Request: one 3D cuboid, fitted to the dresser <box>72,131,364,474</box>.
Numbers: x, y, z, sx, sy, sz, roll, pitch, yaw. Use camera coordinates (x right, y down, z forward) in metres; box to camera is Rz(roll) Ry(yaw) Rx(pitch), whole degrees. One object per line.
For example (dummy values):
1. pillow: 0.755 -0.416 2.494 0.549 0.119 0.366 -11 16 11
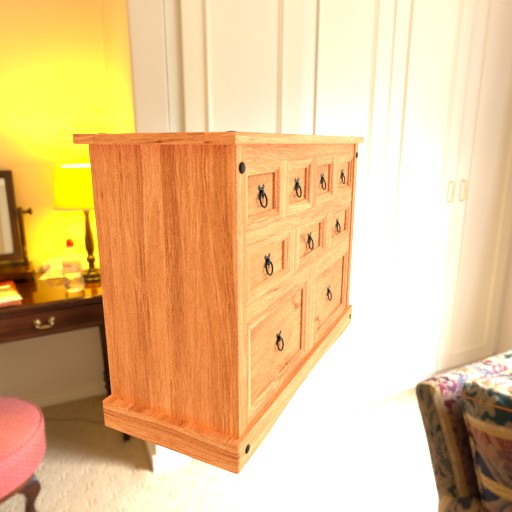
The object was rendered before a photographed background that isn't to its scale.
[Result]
1. dresser: 0.000 0.000 1.403 0.410 0.740 0.990 7 16 26
